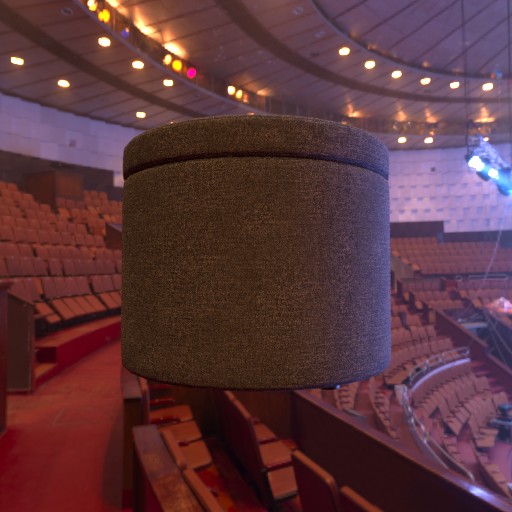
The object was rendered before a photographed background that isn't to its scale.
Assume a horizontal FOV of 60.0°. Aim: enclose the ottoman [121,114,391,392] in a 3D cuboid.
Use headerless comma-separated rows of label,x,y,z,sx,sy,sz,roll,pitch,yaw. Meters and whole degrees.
ottoman,0.000,0.000,0.860,0.500,0.419,0.500,0,-2,0
